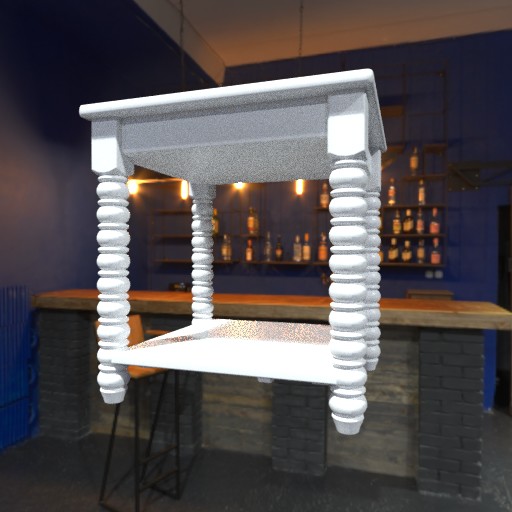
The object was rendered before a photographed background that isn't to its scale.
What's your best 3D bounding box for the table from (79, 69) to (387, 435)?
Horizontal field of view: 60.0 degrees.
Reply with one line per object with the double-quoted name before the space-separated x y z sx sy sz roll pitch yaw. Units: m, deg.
"table" 0.000 0.000 0.977 0.533 0.563 0.500 0 1 19
